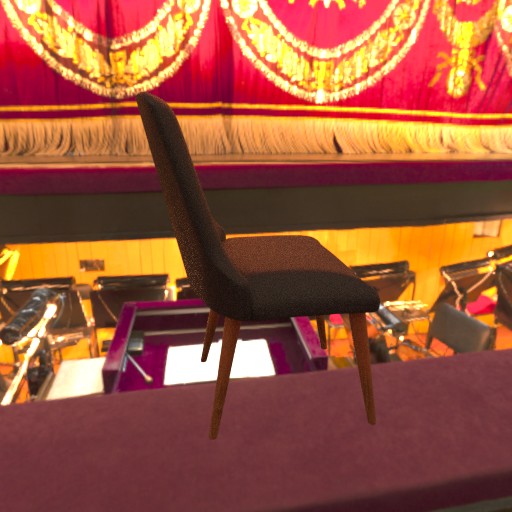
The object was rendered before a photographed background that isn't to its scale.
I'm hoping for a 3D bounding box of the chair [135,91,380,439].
[{"bbox_3d":[0.000,0.000,1.197,0.567,0.820,0.504,-3,18,-10],"label":"chair"}]
